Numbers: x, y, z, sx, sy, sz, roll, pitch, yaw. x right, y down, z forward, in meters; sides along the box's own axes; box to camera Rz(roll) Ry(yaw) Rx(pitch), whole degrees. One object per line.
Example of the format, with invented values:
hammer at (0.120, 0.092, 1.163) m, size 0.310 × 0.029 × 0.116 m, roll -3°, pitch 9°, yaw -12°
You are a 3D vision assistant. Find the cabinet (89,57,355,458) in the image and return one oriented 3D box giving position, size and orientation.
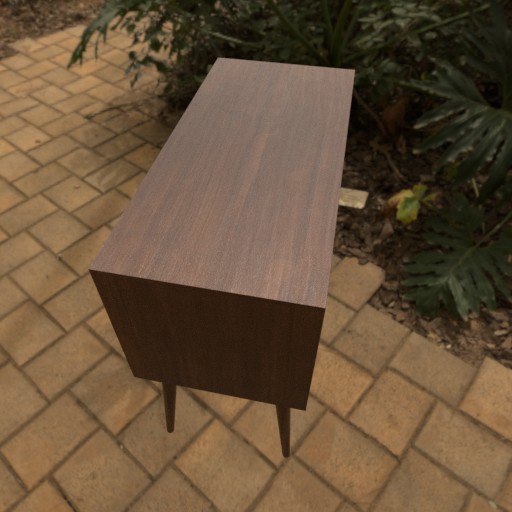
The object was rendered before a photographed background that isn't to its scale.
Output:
cabinet at (0.000, 0.000, 1.121) m, size 0.354 × 0.654 × 0.743 m, roll 9°, pitch 48°, yaw 8°
